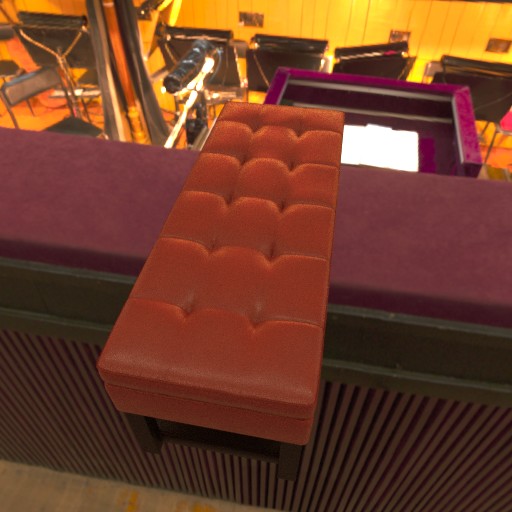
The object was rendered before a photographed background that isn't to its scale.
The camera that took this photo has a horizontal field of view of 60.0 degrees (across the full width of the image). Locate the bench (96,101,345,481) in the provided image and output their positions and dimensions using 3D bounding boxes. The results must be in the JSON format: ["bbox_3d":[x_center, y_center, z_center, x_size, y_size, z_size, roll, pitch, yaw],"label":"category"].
[{"bbox_3d":[0.000,0.000,1.339,0.432,0.460,1.105,8,46,7],"label":"bench"}]
